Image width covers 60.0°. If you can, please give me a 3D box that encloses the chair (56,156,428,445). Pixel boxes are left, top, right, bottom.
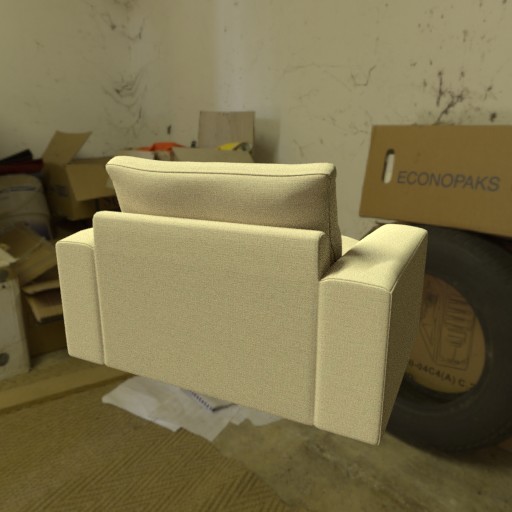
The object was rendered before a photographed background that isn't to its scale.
[{"bbox_3d":[0.000,0.000,2.051,1.398,0.915,1.039,7,17,25],"label":"chair"}]
